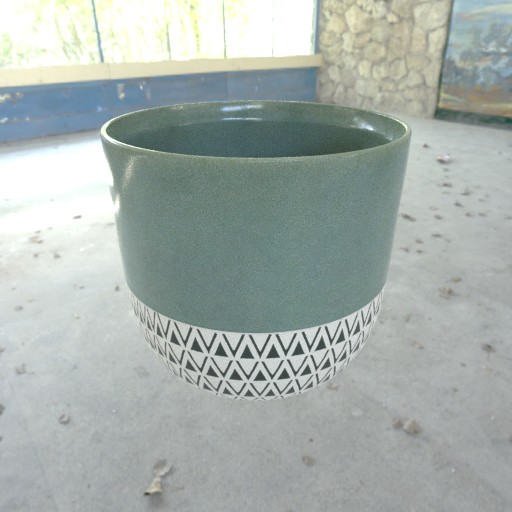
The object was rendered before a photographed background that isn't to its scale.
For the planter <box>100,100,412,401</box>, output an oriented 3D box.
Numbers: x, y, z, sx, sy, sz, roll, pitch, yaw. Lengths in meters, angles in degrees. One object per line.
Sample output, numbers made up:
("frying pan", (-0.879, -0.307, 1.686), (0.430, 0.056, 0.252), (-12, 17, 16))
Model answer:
("planter", (0.000, 0.000, 0.456), (0.266, 0.270, 0.266), (0, 27, 0))
